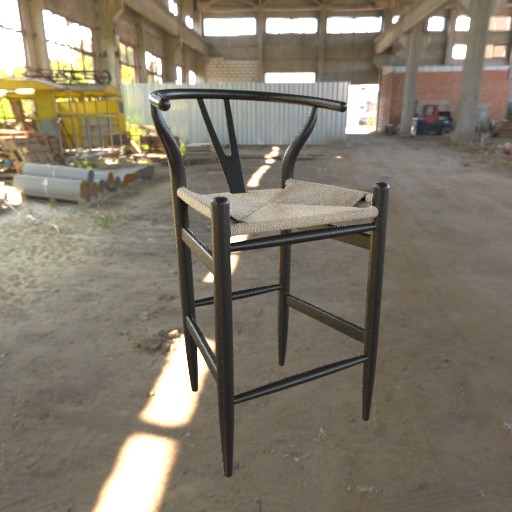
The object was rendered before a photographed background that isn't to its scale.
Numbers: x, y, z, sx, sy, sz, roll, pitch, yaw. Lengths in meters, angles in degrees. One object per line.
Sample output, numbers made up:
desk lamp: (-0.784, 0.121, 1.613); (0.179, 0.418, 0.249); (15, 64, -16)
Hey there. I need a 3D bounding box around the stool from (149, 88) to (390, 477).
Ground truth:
stool: (0.000, 0.000, 1.335); (0.569, 0.970, 0.579); (-9, 20, -27)
